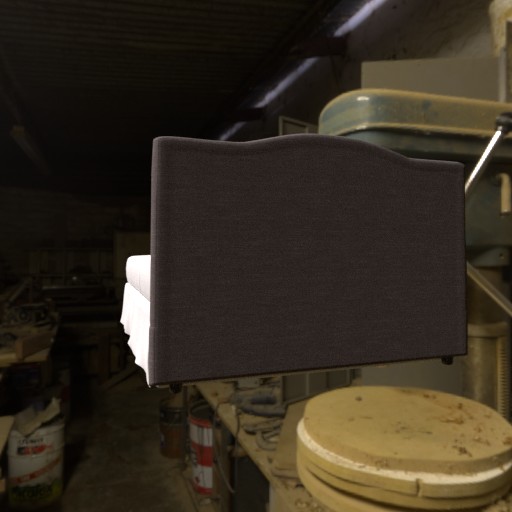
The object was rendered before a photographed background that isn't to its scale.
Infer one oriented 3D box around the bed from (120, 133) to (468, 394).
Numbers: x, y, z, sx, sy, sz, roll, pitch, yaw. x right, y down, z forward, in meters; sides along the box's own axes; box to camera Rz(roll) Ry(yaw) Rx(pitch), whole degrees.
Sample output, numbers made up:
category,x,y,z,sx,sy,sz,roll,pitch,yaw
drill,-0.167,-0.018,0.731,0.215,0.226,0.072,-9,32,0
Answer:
category,x,y,z,sx,sy,sz,roll,pitch,yaw
bed,0.000,0.000,3.889,2.161,1.457,2.689,0,0,-20
